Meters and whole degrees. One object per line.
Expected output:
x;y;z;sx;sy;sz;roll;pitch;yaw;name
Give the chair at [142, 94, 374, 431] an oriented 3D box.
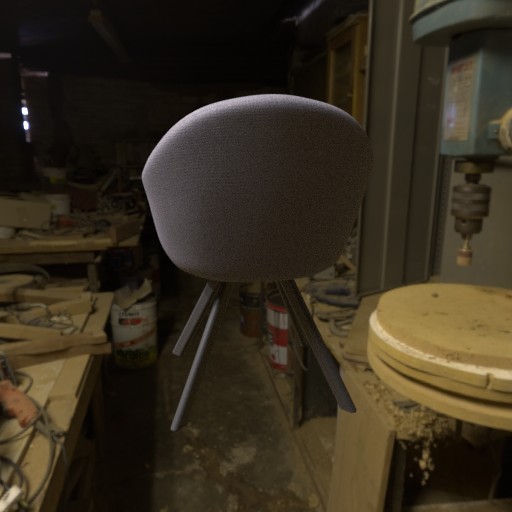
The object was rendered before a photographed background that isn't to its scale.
0.000;0.000;1.225;0.590;0.795;0.550;-2;14;-9;chair
